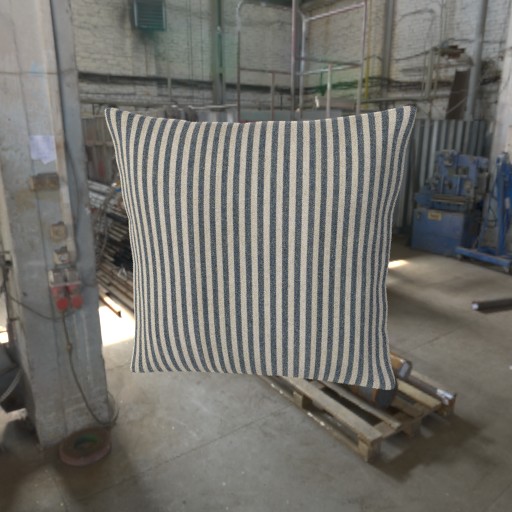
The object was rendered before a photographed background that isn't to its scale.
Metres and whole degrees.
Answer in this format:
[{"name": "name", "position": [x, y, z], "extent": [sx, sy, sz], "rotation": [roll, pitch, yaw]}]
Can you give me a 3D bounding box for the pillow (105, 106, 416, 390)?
[{"name": "pillow", "position": [0.000, 0.000, 0.797], "extent": [0.523, 0.510, 0.166], "rotation": [2, 15, 8]}]
